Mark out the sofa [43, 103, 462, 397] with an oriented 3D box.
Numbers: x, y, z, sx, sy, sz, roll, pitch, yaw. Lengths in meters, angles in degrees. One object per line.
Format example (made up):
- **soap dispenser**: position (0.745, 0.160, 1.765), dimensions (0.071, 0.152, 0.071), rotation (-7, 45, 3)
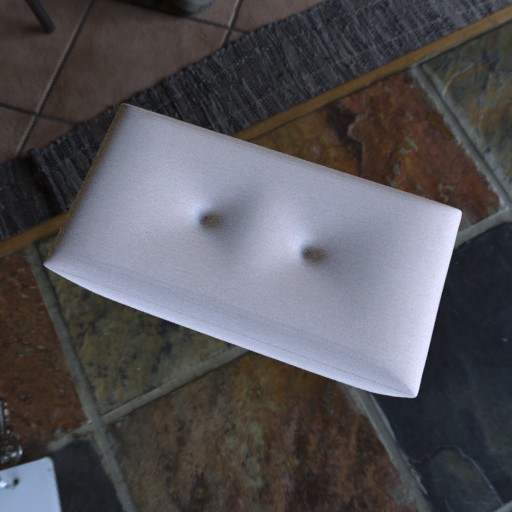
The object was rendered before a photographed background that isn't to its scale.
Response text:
- **sofa**: position (0.000, 0.000, 1.223), dimensions (0.930, 0.470, 0.480), rotation (19, 76, 5)
